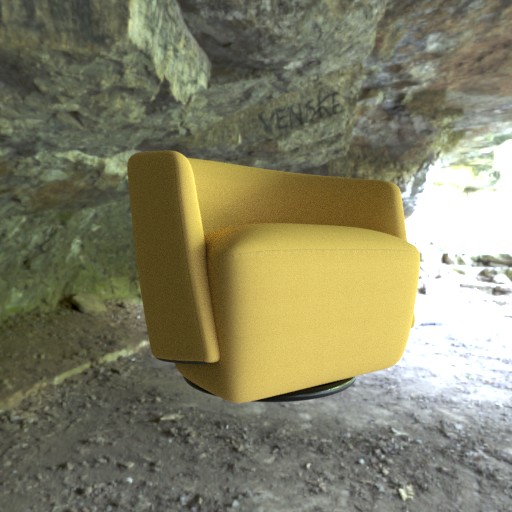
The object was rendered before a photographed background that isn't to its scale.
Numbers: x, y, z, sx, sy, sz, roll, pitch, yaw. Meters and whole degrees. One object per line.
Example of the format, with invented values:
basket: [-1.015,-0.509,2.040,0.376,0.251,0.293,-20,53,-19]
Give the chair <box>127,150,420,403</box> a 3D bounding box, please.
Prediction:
chair: [0.000,0.000,1.363,0.773,0.698,0.767,-1,1,-35]
